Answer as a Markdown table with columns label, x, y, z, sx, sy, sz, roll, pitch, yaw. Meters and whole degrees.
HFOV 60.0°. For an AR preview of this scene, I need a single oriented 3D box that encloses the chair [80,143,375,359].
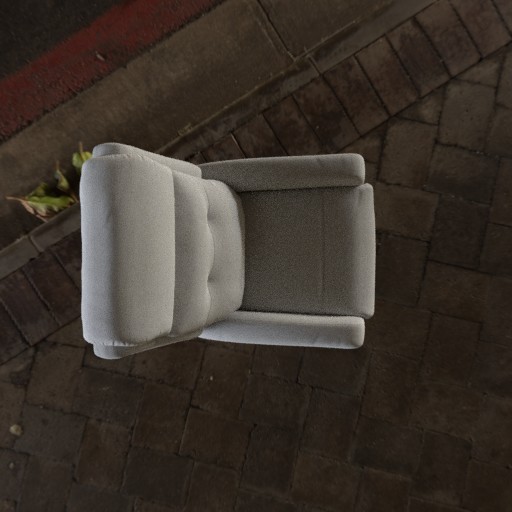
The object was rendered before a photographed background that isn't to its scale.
| label | x | y | z | sx | sy | sz | roll | pitch | yaw |
| --- | --- | --- | --- | --- | --- | --- | --- | --- | --- |
| chair | 0.000 | 0.000 | 1.743 | 1.043 | 1.013 | 0.798 | 0 | 91 | 1 |
